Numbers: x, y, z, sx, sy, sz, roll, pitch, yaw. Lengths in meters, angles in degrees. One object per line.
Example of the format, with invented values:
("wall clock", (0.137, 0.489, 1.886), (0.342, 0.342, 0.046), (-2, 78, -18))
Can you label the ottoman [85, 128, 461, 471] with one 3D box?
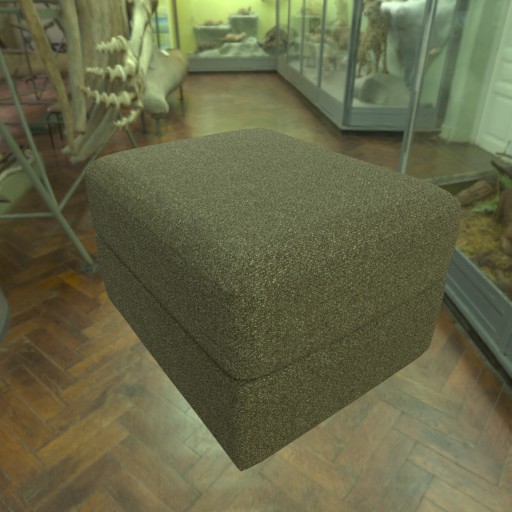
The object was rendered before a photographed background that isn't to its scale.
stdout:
("ottoman", (0.000, 0.000, 1.112), (0.598, 0.476, 0.742), (-20, 36, -31))
